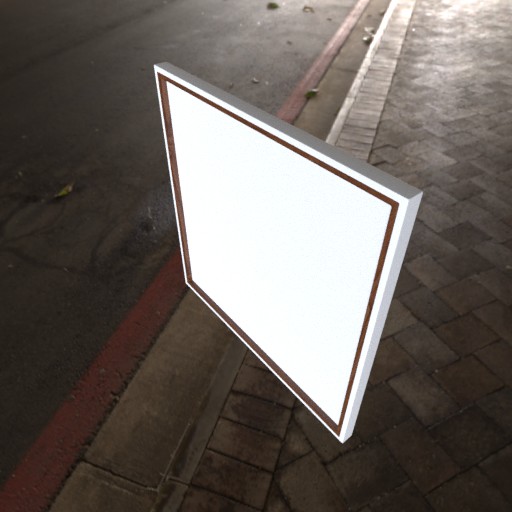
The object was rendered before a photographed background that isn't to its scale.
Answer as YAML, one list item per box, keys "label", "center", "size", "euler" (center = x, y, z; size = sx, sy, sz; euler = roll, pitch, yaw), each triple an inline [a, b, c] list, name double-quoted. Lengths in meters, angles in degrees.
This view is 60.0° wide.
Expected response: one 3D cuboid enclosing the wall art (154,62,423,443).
- label: "wall art"
  center: [0.000, 0.000, 1.503]
  size: [0.049, 1.009, 1.009]
  euler: [-28, 49, -28]
